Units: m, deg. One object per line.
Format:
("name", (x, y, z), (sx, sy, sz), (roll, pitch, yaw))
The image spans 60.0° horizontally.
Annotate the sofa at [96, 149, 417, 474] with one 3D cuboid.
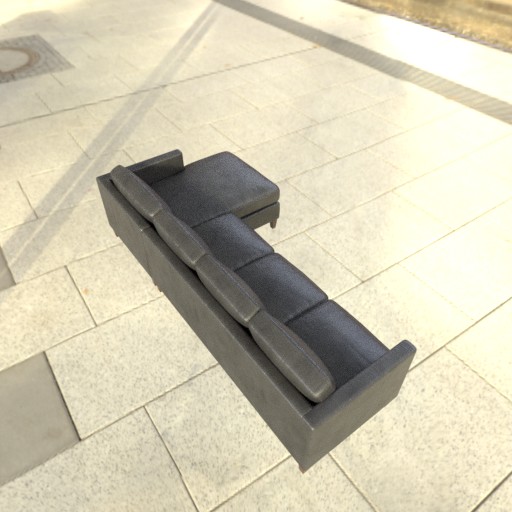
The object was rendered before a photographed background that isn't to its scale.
("sofa", (0.000, 0.000, 3.983), (1.581, 0.883, 3.203), (-27, 50, -26))
